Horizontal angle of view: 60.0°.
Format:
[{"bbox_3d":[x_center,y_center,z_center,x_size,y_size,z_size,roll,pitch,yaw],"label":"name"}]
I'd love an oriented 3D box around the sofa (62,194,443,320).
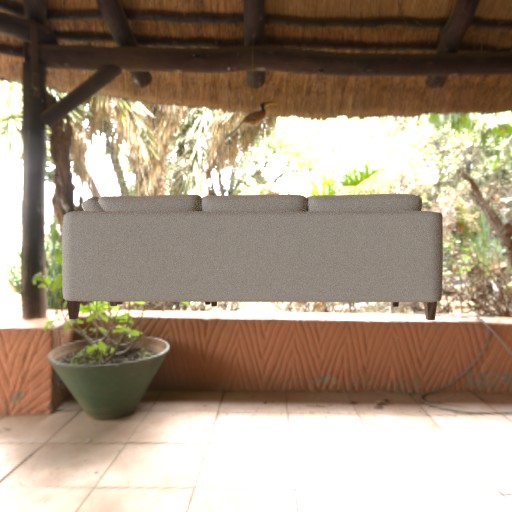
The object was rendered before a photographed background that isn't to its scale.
[{"bbox_3d":[0.000,0.000,4.500,2.551,0.853,3.238,0,0,1],"label":"sofa"}]
